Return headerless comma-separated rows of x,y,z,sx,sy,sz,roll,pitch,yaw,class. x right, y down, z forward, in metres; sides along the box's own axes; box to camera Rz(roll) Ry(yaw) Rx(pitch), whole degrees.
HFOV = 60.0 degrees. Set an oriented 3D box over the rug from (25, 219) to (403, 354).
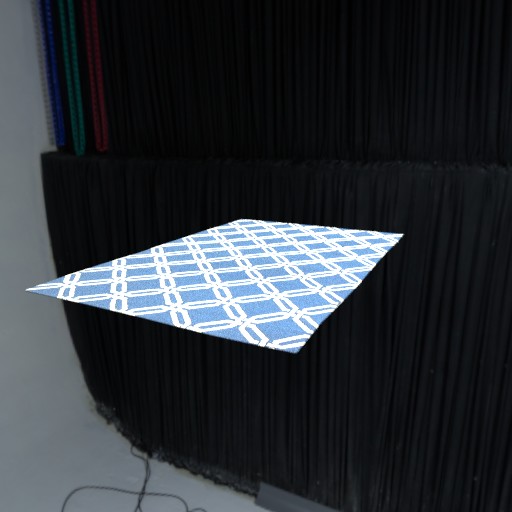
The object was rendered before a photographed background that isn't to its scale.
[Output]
0.000,0.000,2.227,1.153,0.010,1.755,8,17,26,rug
